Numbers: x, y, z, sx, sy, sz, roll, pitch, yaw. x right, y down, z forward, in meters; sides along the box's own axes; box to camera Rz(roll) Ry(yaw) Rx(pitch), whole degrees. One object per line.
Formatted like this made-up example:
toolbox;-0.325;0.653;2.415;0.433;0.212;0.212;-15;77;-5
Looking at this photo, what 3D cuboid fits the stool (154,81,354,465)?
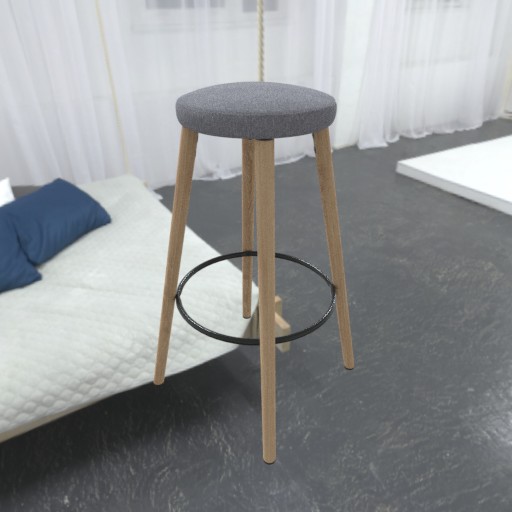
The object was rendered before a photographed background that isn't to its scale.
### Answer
stool;0.000;0.000;1.062;0.410;0.770;0.410;21;36;33
